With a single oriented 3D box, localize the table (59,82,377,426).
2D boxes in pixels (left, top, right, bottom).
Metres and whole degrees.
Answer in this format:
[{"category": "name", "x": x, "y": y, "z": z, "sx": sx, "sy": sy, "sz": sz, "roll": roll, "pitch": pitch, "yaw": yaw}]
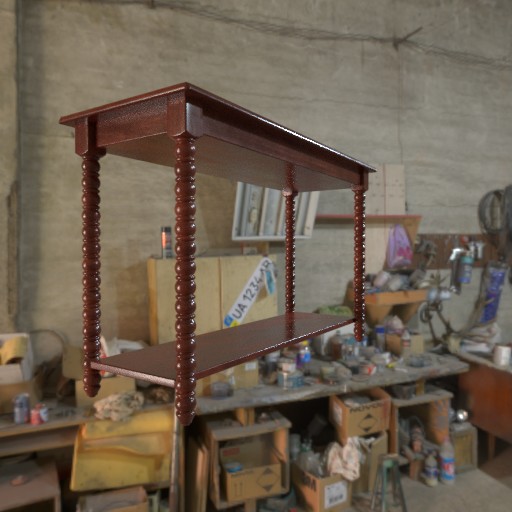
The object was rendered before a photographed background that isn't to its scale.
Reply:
[{"category": "table", "x": 0.000, "y": 0.000, "z": 1.527, "sx": 0.459, "sy": 0.740, "sz": 1.184, "roll": 1, "pitch": 1, "yaw": 34}]
